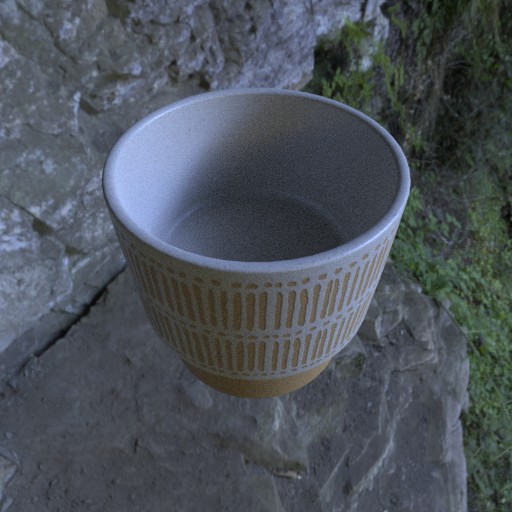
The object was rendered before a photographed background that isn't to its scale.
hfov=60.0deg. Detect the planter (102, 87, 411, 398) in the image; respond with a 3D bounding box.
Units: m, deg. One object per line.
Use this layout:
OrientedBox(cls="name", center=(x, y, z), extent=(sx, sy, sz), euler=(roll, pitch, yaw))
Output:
OrientedBox(cls="planter", center=(0.000, 0.000, 0.575), extent=(0.317, 0.303, 0.317), euler=(0, 47, 0))
